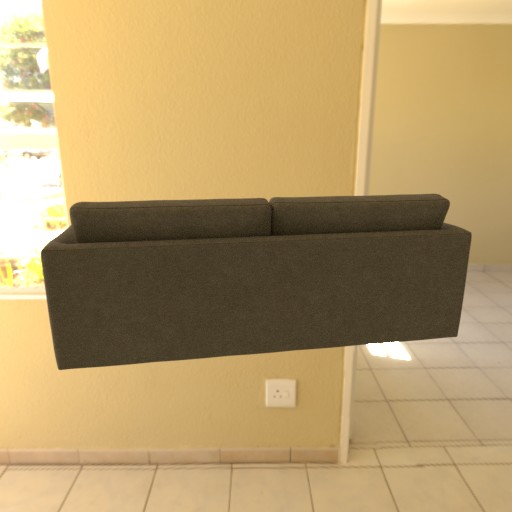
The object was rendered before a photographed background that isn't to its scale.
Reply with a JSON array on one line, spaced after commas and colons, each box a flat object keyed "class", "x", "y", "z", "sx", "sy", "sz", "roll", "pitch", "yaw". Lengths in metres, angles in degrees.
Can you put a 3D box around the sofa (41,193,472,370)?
[{"class": "sofa", "x": 0.000, "y": 0.000, "z": 2.813, "sx": 2.257, "sy": 0.838, "sz": 1.092, "roll": -3, "pitch": 16, "yaw": -10}]
